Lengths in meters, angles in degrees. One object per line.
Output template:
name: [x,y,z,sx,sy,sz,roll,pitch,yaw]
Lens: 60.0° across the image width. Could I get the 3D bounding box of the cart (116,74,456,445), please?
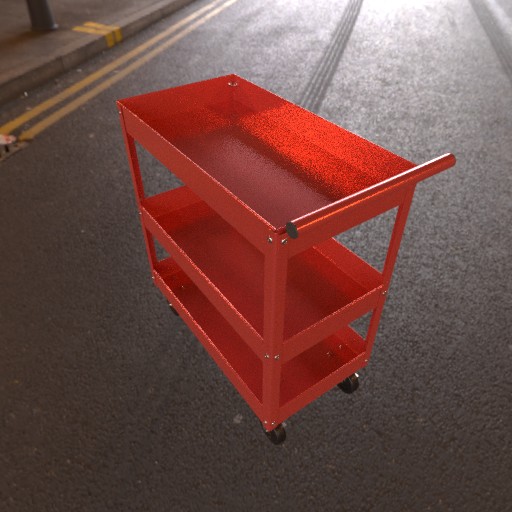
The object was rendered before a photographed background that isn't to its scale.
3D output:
cart: [0.000,0.000,1.178,0.366,0.780,0.719,-25,46,-26]
